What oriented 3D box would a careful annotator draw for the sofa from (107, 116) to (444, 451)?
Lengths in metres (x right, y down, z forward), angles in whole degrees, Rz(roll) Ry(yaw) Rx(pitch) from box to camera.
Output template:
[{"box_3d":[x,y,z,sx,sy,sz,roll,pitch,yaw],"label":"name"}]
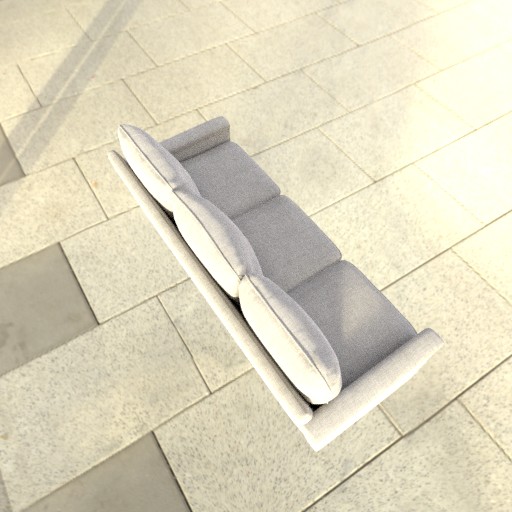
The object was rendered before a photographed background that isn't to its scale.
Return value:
[{"box_3d":[0.000,0.000,2.452,0.828,0.959,1.925,-30,62,-18],"label":"sofa"}]
